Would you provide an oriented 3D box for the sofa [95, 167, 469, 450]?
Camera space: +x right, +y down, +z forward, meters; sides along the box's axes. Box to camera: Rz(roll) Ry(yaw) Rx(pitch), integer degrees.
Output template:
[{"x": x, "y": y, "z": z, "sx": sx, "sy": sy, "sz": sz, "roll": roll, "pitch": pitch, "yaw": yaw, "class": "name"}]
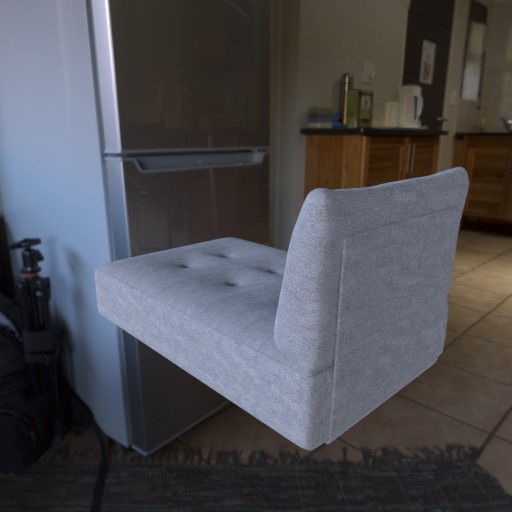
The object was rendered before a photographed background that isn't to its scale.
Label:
[{"x": 0.000, "y": 0.000, "z": 1.993, "sx": 0.930, "sy": 0.820, "sz": 1.450, "roll": -15, "pitch": 22, "yaw": -41, "class": "sofa"}]
